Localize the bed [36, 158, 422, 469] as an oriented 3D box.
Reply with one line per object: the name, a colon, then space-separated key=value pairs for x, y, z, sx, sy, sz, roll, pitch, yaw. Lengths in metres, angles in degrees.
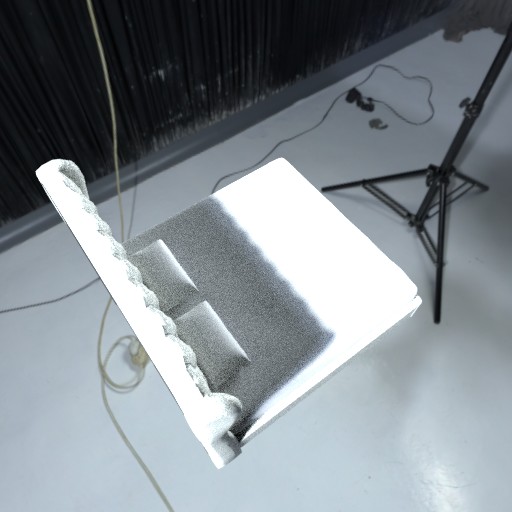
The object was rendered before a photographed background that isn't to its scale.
bed: x=0.000 y=0.000 z=3.768 sx=2.347 sy=1.771 sz=2.219 roll=-32 pitch=63 yaw=-18
